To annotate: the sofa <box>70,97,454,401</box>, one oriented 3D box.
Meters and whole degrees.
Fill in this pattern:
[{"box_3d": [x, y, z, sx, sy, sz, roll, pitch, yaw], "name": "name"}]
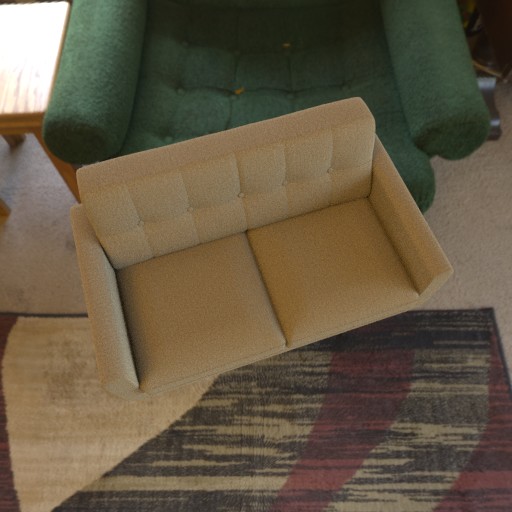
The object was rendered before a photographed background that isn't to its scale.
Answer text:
[{"box_3d": [0.000, 0.000, 2.263, 1.651, 0.925, 0.952, -17, 65, -8], "name": "sofa"}]
